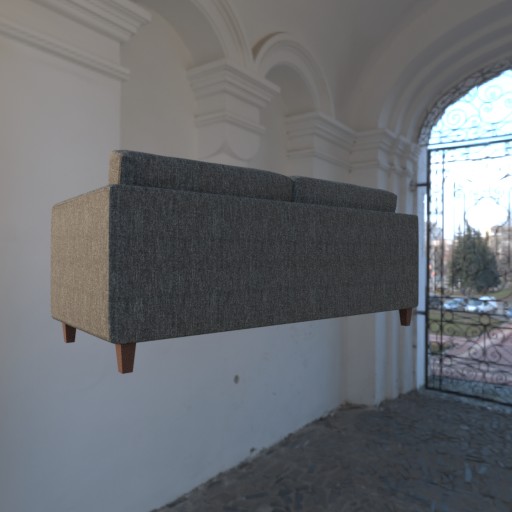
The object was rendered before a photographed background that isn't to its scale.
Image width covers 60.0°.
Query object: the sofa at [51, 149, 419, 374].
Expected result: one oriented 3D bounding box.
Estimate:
[{"bbox_3d":[0.000,0.000,2.773,2.208,0.960,0.948,0,0,-38],"label":"sofa"}]
